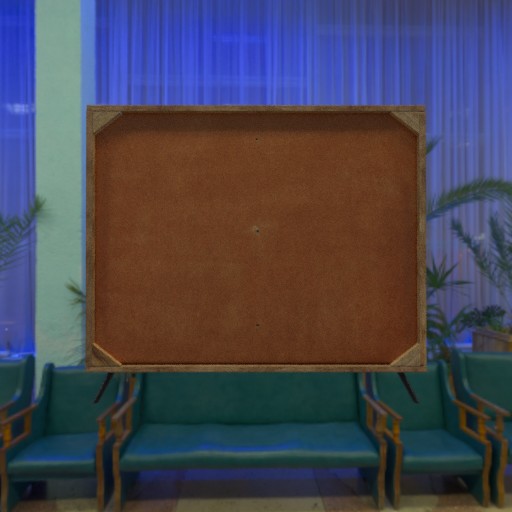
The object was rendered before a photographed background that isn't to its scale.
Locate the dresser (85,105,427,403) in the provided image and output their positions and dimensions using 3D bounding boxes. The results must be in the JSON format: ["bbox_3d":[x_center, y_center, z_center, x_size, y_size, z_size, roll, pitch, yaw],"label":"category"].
[{"bbox_3d":[0.000,0.000,1.468,0.967,0.847,0.446,0,0,0],"label":"dresser"}]
